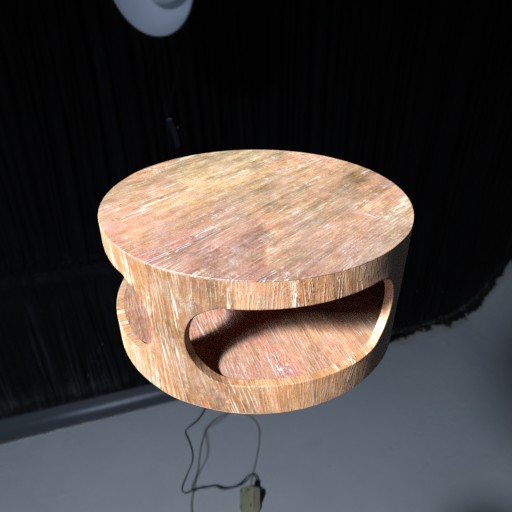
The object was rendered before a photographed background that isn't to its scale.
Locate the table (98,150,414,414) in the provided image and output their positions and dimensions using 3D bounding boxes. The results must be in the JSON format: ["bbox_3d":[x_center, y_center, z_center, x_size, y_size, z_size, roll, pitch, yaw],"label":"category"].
[{"bbox_3d":[0.000,0.000,1.543,0.974,0.450,0.974,0,31,0],"label":"table"}]
